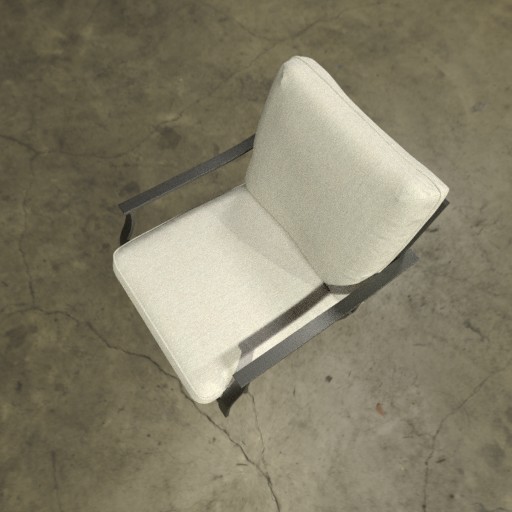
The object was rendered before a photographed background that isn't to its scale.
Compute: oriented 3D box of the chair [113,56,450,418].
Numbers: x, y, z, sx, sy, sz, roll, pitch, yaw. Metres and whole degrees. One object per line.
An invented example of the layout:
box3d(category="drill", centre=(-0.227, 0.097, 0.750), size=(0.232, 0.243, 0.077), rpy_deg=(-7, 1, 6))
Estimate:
box3d(category="chair", centre=(0.000, 0.000, 1.397), size=(0.787, 0.860, 0.650), rpy_deg=(-32, 68, -15))
